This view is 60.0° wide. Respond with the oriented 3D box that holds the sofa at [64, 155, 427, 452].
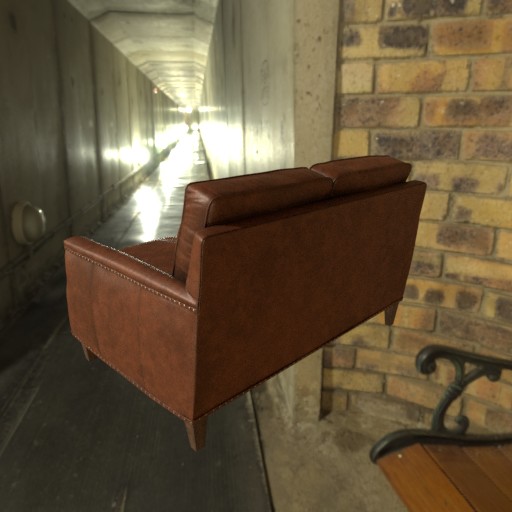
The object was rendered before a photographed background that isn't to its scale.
[{"bbox_3d":[0.000,0.000,2.292,1.628,1.003,1.083,-17,25,-42],"label":"sofa"}]
